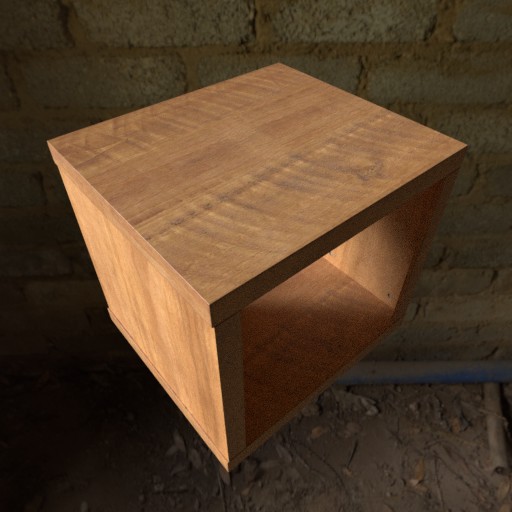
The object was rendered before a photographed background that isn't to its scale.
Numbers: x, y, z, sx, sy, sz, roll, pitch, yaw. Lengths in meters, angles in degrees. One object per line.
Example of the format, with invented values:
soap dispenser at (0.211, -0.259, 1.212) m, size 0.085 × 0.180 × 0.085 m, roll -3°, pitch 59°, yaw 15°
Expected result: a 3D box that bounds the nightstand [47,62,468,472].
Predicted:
nightstand at (0.000, 0.000, 0.857) m, size 0.493 × 0.491 × 0.436 m, roll -31°, pitch 52°, yaw -28°
